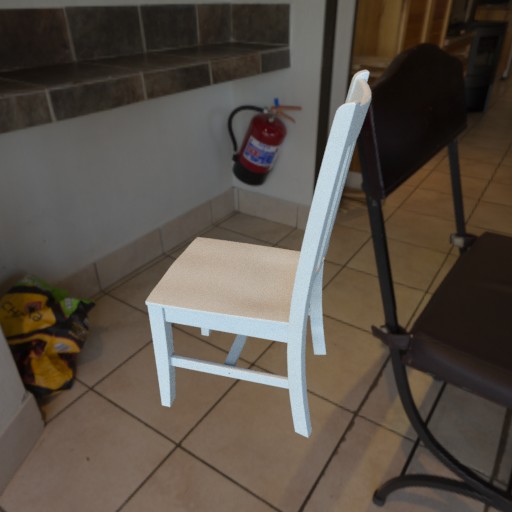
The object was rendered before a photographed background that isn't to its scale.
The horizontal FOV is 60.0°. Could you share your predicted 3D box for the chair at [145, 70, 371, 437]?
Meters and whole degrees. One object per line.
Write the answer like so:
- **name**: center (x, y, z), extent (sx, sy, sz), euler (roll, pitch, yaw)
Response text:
- **chair**: center (0.000, 0.000, 1.328), extent (0.555, 0.998, 0.450), euler (8, 31, 13)
